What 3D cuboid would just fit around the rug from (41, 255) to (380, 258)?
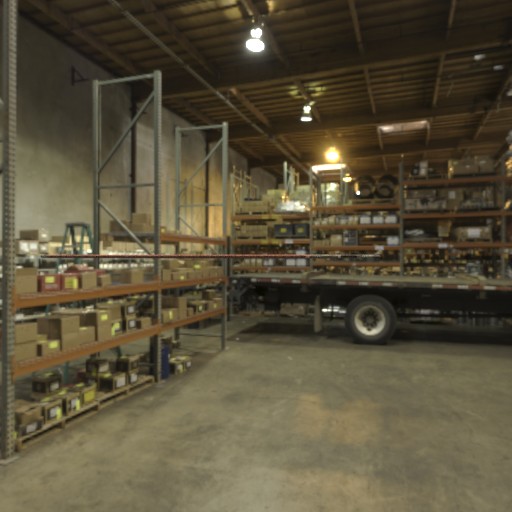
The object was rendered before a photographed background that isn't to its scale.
[{"bbox_3d":[0.000,0.000,2.974,1.530,0.017,2.446,0,0,18],"label":"rug"}]
